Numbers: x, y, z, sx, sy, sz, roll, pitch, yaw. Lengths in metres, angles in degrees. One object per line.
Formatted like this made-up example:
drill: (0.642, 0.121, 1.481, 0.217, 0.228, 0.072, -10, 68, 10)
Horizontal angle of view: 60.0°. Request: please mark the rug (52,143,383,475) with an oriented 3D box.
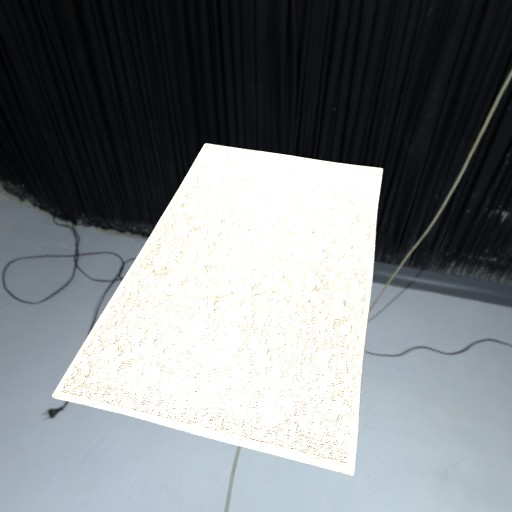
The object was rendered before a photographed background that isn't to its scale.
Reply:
rug: (0.000, 0.000, 2.932, 1.529, 0.012, 2.435, 10, 47, 10)
